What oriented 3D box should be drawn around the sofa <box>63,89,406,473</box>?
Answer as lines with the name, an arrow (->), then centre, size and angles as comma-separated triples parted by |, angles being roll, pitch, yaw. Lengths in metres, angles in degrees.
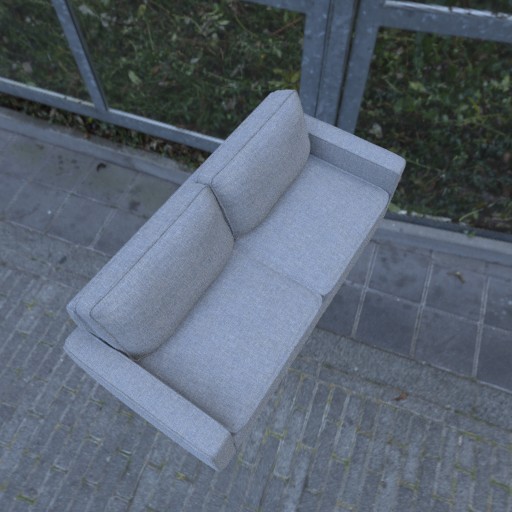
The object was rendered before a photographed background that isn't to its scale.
sofa -> 0.000, 0.000, 2.570 | 0.945, 0.918, 2.078 | 30, 63, 16
